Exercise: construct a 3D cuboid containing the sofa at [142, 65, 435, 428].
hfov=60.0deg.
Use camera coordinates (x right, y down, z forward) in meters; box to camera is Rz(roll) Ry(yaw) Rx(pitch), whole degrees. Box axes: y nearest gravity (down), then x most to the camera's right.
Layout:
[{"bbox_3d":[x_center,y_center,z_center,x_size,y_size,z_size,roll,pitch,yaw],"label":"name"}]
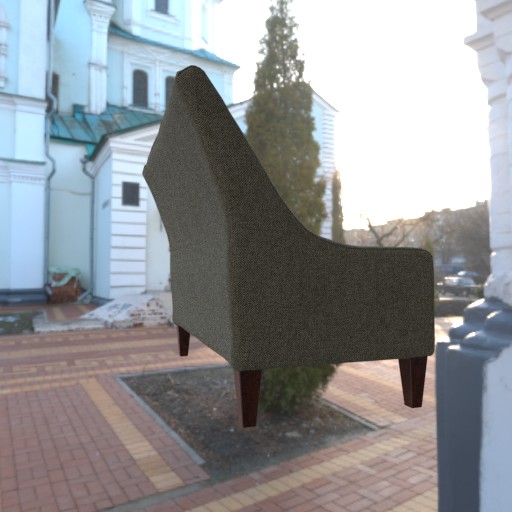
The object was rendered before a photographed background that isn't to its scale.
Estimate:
[{"bbox_3d":[0.000,0.000,1.899,0.870,1.021,1.242,1,-2,-19],"label":"sofa"}]
